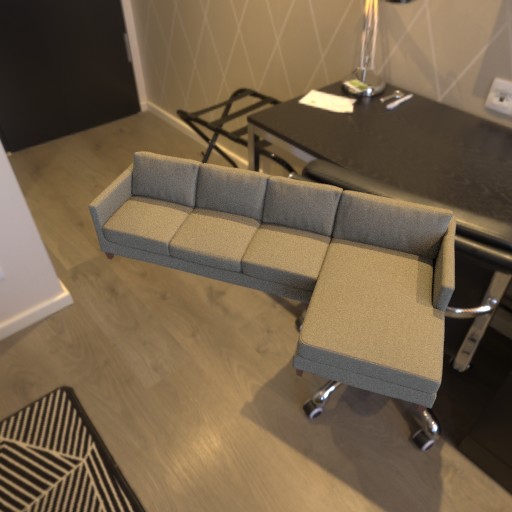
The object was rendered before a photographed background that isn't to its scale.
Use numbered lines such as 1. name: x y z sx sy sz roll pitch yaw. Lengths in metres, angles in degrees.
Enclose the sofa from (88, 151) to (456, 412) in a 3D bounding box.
1. sofa: 0.000 0.000 3.879 3.186 0.861 1.625 13 44 14
